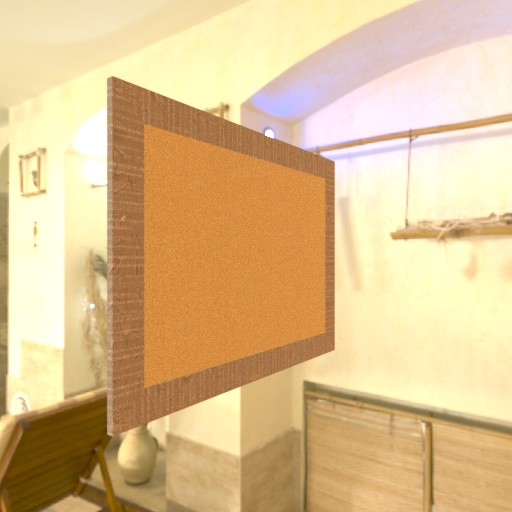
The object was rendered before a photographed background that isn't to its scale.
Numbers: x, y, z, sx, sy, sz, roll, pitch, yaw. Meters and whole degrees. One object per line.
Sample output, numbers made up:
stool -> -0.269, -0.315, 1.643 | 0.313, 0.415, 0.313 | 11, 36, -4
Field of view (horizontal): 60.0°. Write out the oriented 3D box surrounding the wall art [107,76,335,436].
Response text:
wall art -> 0.000, 0.000, 1.366 | 0.020, 0.761, 1.056 | 0, 0, 36
